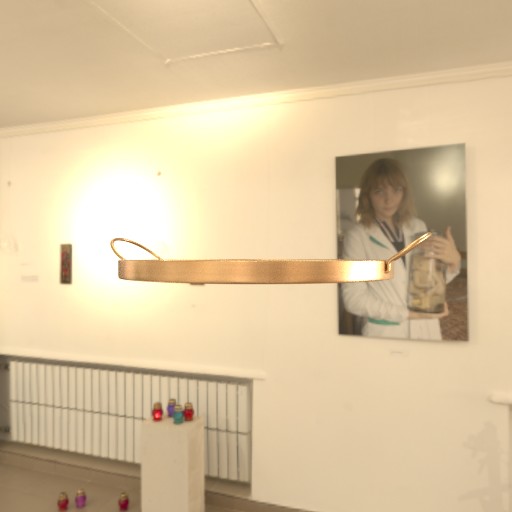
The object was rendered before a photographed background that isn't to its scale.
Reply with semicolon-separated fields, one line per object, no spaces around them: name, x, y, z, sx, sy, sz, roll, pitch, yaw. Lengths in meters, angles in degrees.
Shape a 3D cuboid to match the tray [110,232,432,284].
tray;0.000;0.000;0.736;0.543;0.069;0.438;0;0;19
